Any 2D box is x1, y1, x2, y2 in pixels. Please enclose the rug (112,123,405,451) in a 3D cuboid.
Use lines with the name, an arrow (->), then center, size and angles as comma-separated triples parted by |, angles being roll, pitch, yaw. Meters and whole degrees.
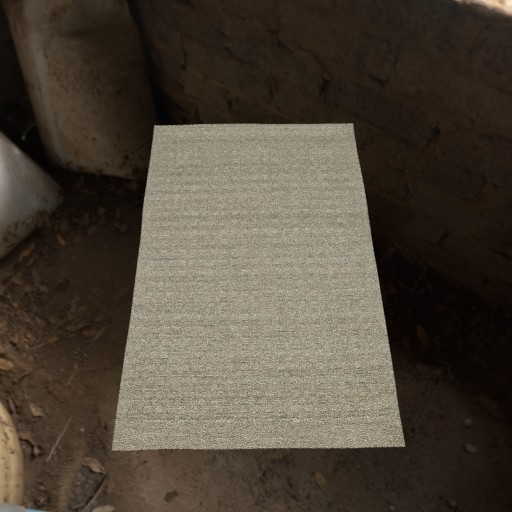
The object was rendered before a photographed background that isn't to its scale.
rug -> 0.000, 0.000, 2.855 | 1.532, 0.018, 2.297 | -1, 62, 0
